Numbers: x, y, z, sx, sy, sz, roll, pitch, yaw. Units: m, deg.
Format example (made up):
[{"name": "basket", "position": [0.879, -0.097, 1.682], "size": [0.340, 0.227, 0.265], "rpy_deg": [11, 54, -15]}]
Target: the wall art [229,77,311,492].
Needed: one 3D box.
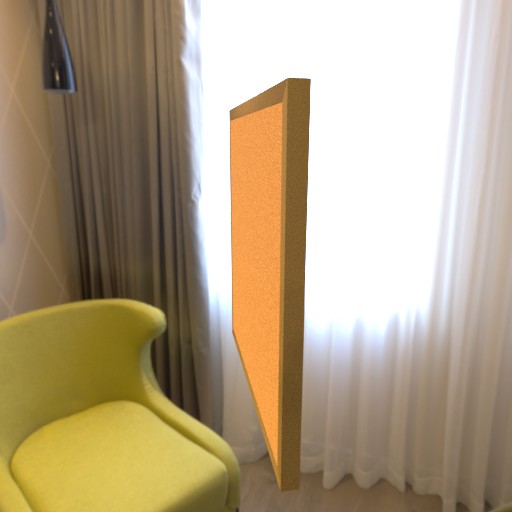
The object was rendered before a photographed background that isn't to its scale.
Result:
[{"name": "wall art", "position": [0.000, 0.000, 1.142], "size": [0.038, 0.762, 0.762], "rpy_deg": [-3, 15, -10]}]
